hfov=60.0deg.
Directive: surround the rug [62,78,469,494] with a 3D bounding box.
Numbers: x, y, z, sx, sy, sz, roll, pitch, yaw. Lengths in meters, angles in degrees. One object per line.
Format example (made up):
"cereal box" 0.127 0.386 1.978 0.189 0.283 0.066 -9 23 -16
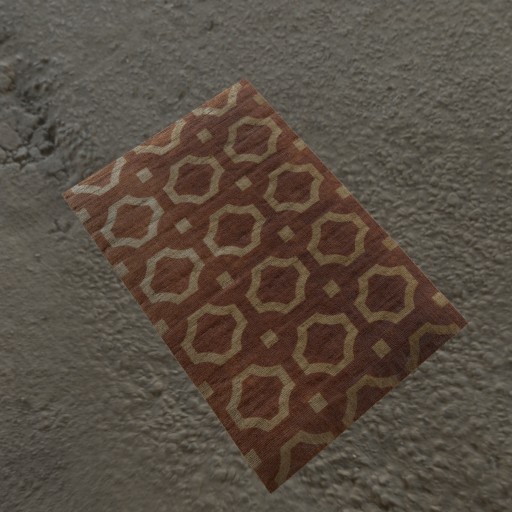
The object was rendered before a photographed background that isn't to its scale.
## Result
"rug" 0.000 0.000 2.854 1.555 0.016 2.286 -36 76 -11
